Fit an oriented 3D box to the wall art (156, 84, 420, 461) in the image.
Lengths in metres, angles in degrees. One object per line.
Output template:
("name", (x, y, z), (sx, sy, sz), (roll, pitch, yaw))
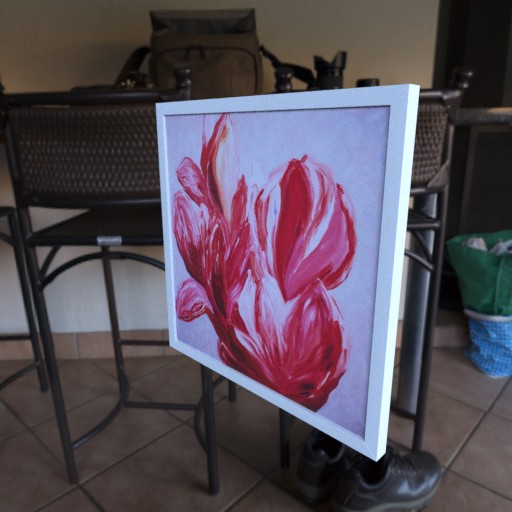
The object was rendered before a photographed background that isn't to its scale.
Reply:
("wall art", (0.000, 0.000, 0.668), (0.455, 0.453, 0.023), (15, 21, 42))
